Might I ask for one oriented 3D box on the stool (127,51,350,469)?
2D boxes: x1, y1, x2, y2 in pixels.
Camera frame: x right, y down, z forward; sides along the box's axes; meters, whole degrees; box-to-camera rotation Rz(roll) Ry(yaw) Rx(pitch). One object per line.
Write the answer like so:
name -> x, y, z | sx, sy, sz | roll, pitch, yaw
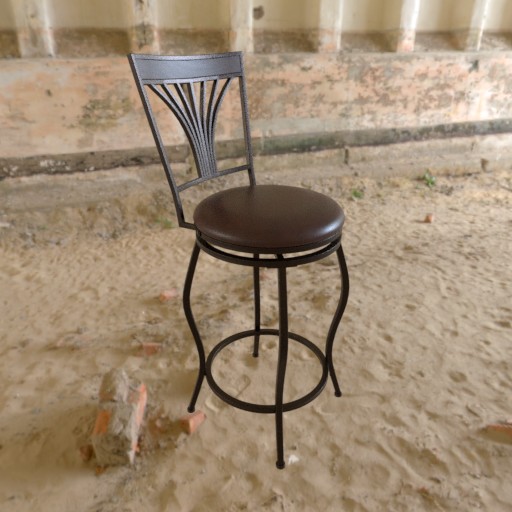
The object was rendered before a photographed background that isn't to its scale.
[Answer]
stool -> 0.000, 0.000, 1.341 | 0.514, 1.117, 0.433 | 18, 31, 33
